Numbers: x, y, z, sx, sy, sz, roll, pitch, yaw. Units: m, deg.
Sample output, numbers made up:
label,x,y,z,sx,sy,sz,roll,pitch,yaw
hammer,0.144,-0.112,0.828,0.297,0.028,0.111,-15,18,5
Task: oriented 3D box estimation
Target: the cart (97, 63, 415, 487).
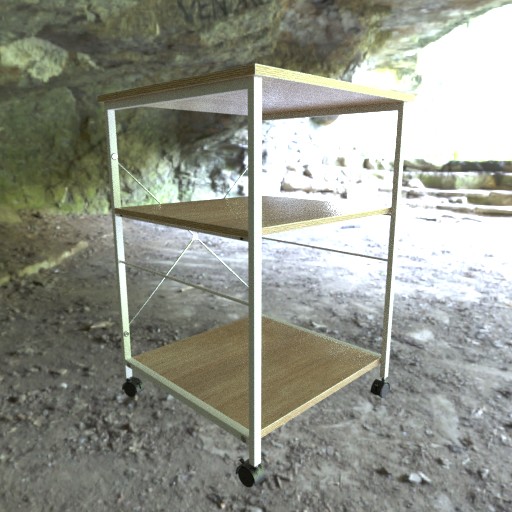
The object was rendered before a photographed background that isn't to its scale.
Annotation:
label,x,y,z,sx,sy,sz,roll,pitch,yaw
cart,0.000,0.000,1.110,0.521,0.762,0.520,-12,18,-43
